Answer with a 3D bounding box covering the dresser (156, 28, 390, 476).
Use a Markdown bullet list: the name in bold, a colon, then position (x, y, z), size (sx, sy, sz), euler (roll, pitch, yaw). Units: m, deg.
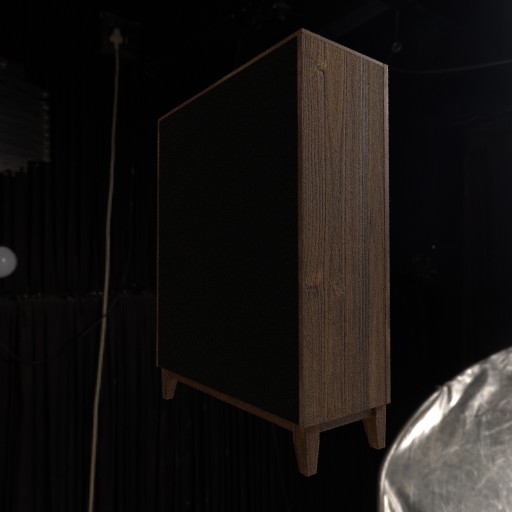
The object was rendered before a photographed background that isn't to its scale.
- **dresser**: position (0.000, 0.000, 1.917), size (0.442, 1.393, 1.062), euler (1, -2, -37)
